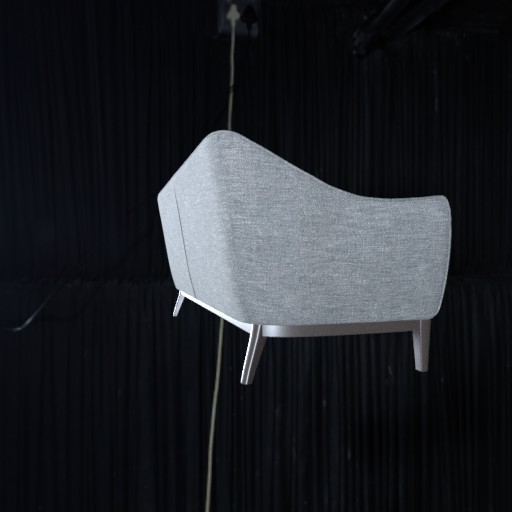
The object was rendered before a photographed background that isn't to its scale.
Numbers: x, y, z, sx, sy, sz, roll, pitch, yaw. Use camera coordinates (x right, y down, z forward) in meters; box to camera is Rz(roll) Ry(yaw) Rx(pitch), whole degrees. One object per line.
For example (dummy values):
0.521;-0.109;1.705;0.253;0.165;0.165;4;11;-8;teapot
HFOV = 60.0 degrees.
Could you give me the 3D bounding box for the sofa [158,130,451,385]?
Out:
0.000;0.000;2.331;0.867;0.829;1.928;0;0;-18;sofa
